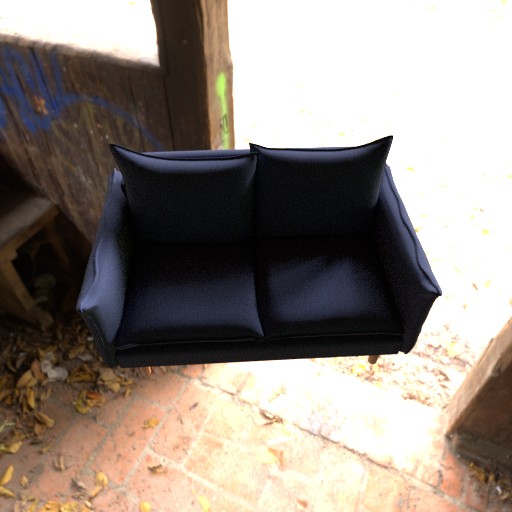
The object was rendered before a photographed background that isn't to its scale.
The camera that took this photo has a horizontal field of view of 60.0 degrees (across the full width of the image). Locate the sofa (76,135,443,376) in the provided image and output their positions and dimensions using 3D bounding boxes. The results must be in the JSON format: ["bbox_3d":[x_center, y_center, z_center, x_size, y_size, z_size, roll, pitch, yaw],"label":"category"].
[{"bbox_3d":[0.000,0.000,1.903,1.300,0.840,0.820,-2,46,-2],"label":"sofa"}]
